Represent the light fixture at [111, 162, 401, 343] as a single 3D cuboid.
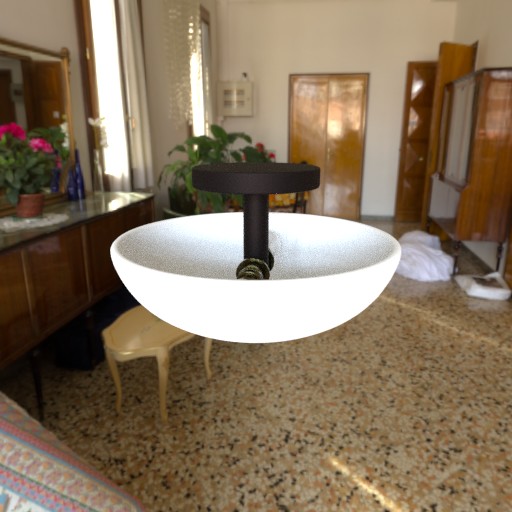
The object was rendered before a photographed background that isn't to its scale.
[{"bbox_3d":[0.000,0.000,0.534,0.331,0.212,0.331,0,16,0],"label":"light fixture"}]
